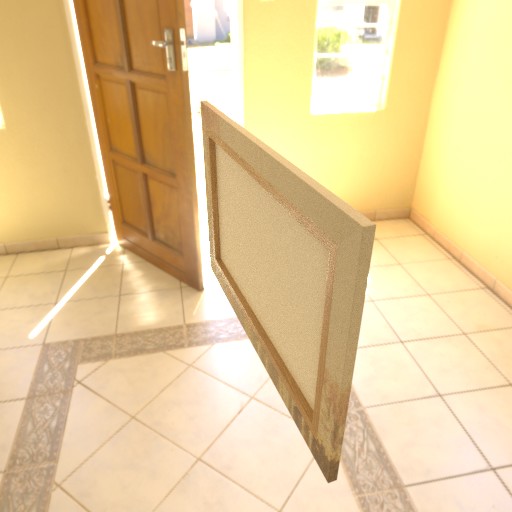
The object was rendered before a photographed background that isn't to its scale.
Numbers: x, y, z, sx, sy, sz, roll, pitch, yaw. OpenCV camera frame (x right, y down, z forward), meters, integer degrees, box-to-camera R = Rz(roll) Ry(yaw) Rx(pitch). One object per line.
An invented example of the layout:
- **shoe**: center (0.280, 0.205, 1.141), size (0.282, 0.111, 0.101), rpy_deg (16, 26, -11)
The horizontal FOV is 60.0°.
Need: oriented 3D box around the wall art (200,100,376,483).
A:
- **wall art**: center (0.000, 0.000, 1.921), size (0.038, 1.012, 1.525), rpy_deg (-11, 32, -18)
